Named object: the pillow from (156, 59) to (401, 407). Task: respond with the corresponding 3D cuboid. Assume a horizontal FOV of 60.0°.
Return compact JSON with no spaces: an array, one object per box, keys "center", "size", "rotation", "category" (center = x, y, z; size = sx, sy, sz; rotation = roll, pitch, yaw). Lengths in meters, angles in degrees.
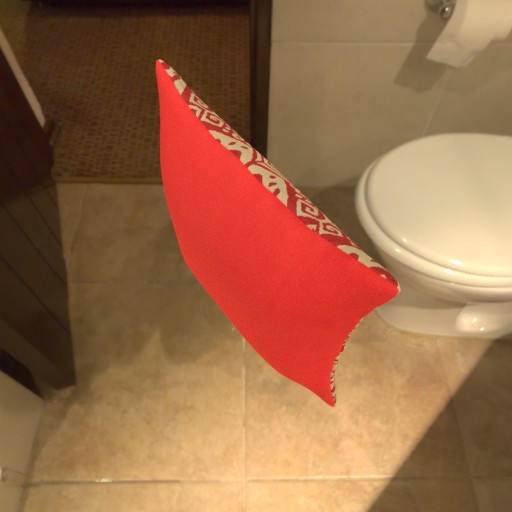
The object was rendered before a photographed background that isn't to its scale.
[{"center":[0.000,0.000,0.803],"size":[0.192,0.507,0.522],"rotation":[-33,63,-19],"category":"pillow"}]
